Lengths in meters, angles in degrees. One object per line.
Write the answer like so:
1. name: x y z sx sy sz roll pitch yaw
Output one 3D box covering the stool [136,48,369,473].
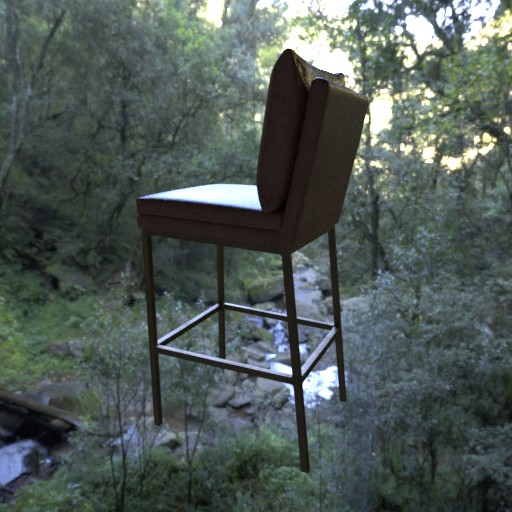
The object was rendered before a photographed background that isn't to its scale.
1. stool: 0.000 0.000 1.419 0.571 1.124 0.463 7 16 25
